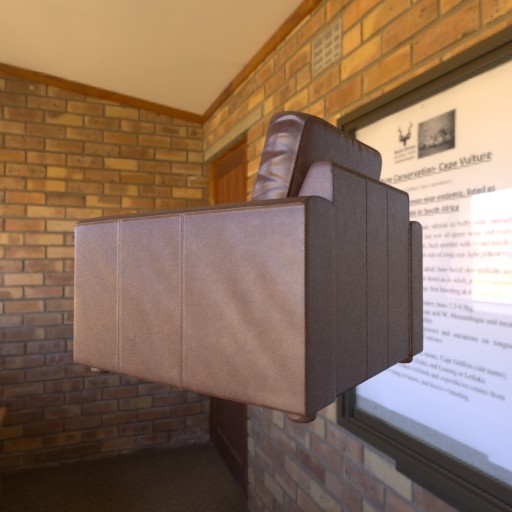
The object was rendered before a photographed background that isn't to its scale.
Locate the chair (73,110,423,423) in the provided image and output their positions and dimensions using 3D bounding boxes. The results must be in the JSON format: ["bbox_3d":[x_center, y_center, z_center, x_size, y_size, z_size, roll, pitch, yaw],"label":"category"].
[{"bbox_3d":[0.000,0.000,1.752,1.016,0.873,1.005,-1,-1,36],"label":"chair"}]
